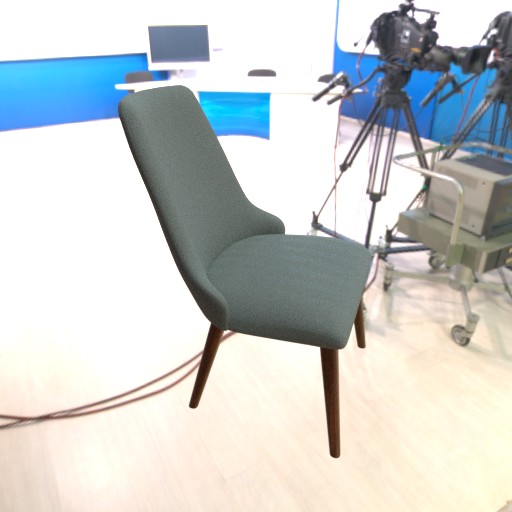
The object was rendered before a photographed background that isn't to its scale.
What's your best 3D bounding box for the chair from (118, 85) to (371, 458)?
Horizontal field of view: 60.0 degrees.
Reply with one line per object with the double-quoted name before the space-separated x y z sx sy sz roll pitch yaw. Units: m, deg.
"chair" 0.000 0.000 1.352 0.707 0.918 0.535 11 32 18
